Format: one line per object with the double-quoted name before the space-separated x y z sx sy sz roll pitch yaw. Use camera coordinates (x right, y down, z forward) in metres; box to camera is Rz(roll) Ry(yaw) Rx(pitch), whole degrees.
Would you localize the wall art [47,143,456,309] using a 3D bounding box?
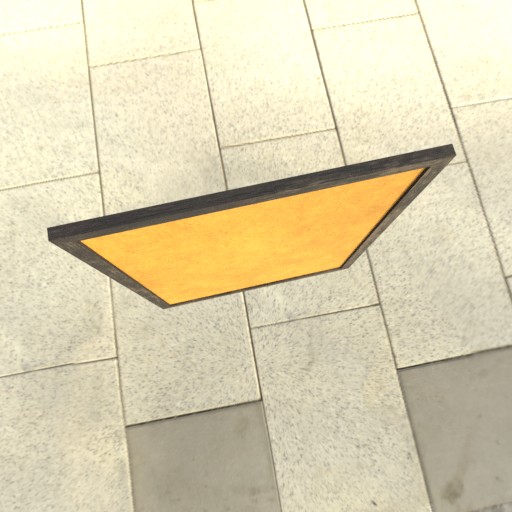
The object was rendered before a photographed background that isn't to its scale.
"wall art" 0.000 0.000 1.382 0.812 1.066 0.029 -12 77 -3
